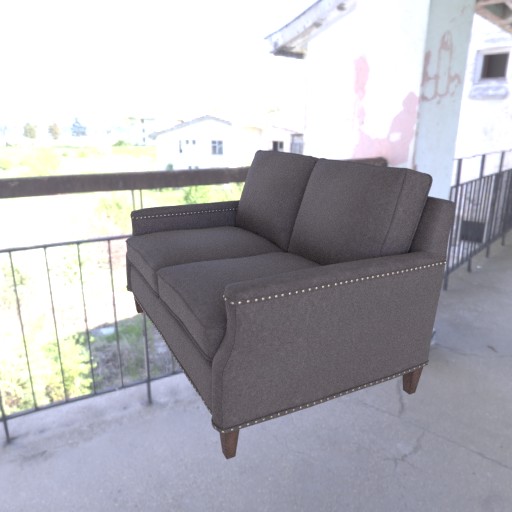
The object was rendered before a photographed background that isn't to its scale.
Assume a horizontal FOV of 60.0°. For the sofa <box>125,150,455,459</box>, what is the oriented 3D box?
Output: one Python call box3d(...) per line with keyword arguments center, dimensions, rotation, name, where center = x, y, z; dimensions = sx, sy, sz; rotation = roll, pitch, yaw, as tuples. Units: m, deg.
box3d(center=(0.000, 0.000, 2.301), dimensions=(1.084, 1.003, 1.597), rotation=(-8, 19, -26), name="sofa")
